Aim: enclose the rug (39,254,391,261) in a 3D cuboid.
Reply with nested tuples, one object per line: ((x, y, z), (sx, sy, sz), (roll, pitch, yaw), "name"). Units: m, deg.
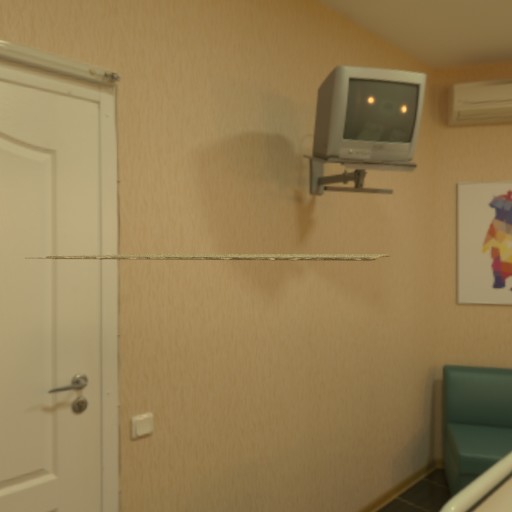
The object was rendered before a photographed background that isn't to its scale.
((0.000, 0.000, 4.244), (2.388, 0.030, 3.213), (0, 0, 19), "rug")
